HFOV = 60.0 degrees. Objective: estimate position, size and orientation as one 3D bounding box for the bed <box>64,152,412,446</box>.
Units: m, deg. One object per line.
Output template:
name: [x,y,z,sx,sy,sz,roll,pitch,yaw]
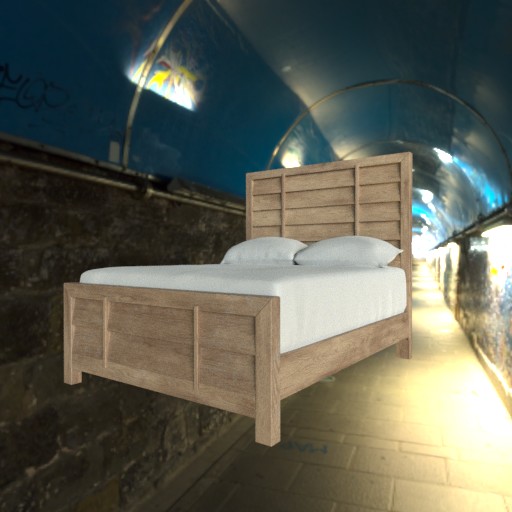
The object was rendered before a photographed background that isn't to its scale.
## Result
bed: [0.000,0.000,3.189,1.615,1.631,2.017,0,1,36]
